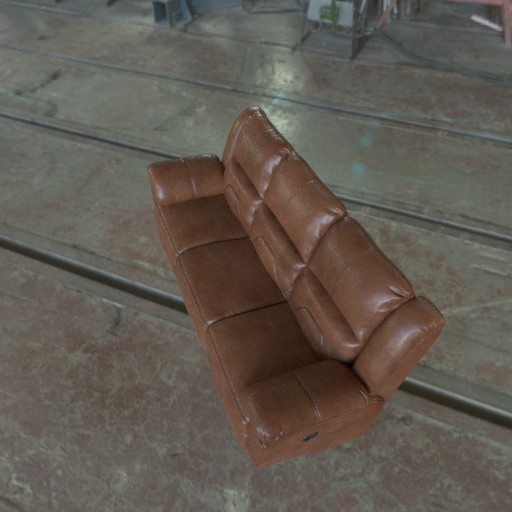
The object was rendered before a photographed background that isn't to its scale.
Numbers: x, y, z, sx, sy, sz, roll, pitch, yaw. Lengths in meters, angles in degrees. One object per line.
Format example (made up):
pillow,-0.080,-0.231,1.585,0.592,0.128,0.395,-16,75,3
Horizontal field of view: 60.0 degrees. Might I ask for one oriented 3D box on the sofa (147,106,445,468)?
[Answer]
sofa,0.000,0.000,2.886,0.991,1.043,2.337,-16,48,-16
